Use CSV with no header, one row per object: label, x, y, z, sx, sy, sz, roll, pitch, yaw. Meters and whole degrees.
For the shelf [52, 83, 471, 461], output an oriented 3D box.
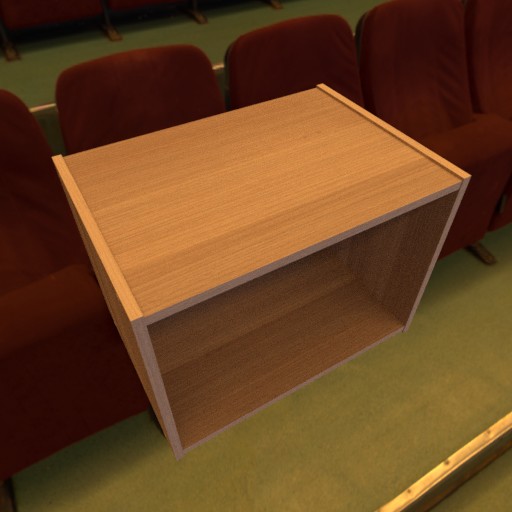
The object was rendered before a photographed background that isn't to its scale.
shelf,0.000,0.000,0.640,0.415,0.305,0.290,-23,49,-21
